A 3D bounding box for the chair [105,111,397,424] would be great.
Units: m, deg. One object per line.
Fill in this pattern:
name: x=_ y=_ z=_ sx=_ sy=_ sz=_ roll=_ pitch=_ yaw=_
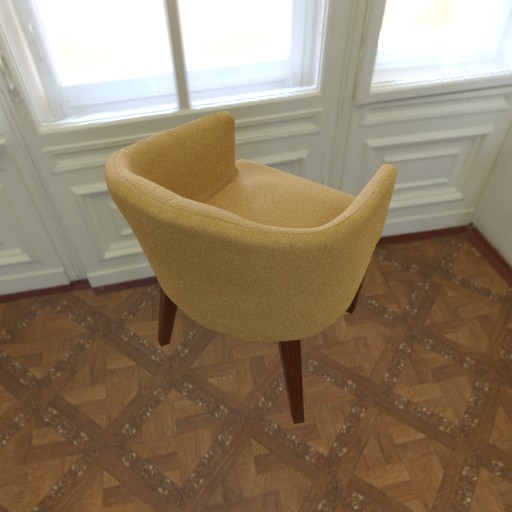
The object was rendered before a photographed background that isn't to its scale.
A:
chair: x=0.000 y=0.000 z=1.236 sx=0.583 sy=0.811 sz=0.655 roll=24 pitch=51 yaw=21
